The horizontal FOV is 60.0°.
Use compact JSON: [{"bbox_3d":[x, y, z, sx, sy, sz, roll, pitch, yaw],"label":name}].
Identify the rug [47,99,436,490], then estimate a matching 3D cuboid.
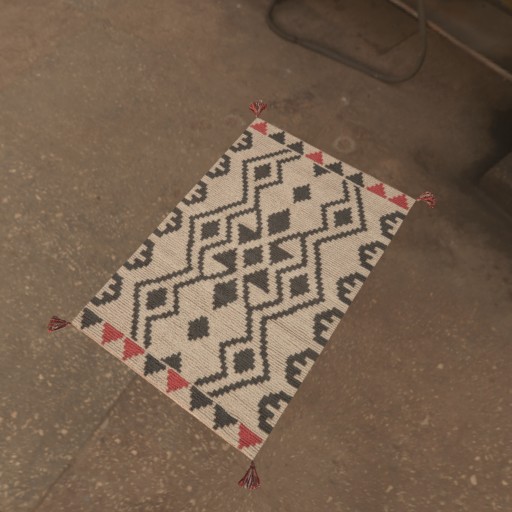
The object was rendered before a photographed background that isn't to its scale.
[{"bbox_3d":[0.000,0.000,2.610,1.444,0.067,2.069,32,68,15],"label":"rug"}]
